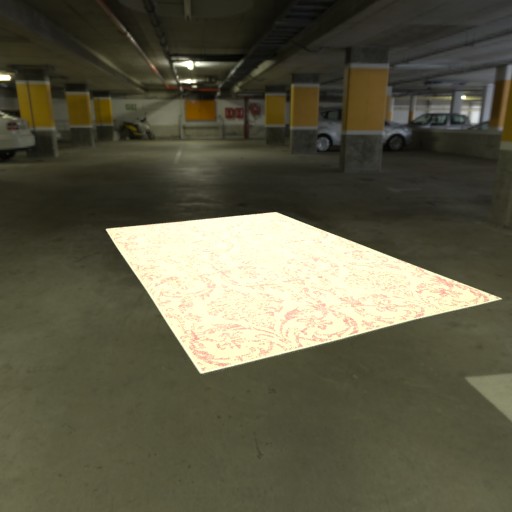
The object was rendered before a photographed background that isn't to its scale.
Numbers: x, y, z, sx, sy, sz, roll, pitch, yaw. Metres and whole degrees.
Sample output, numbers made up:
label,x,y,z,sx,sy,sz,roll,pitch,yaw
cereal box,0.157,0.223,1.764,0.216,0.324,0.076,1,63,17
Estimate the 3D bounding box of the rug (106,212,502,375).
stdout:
label,x,y,z,sx,sy,sz,roll,pitch,yaw
rug,0.000,0.000,3.347,1.819,0.018,2.746,-8,19,-24
